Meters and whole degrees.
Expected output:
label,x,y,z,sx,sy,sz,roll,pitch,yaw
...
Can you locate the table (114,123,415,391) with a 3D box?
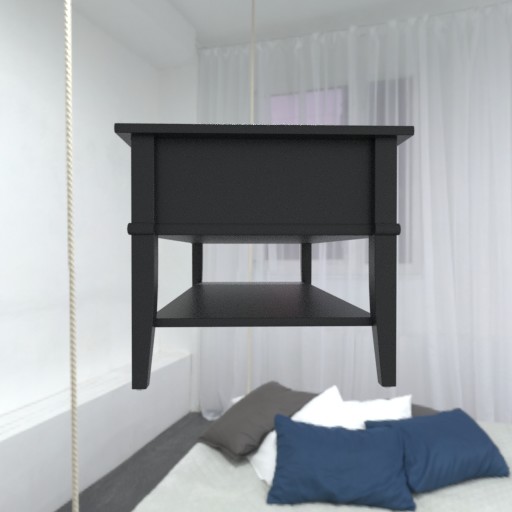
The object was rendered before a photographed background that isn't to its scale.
label,x,y,z,sx,sy,sz,roll,pitch,yaw
table,0.000,0.000,1.294,0.523,0.470,1.044,0,1,-2
